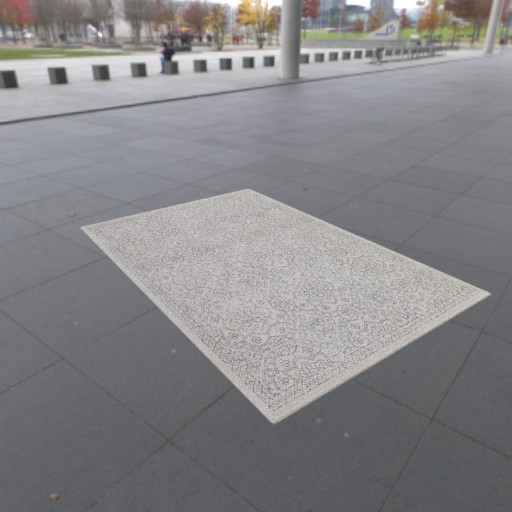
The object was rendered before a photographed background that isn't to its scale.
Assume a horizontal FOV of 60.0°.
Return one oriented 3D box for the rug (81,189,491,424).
[{"bbox_3d":[0.000,0.000,2.839,1.524,0.011,2.286,-18,32,-32],"label":"rug"}]
